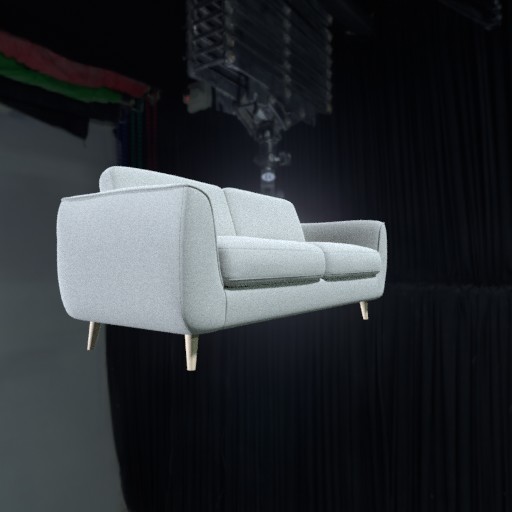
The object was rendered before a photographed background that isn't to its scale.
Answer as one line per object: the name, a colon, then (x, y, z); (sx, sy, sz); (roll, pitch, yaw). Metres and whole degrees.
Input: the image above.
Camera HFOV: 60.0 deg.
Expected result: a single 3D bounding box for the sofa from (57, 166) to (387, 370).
sofa: (0.000, 0.000, 2.512); (0.920, 0.850, 2.000); (0, 0, 36)
